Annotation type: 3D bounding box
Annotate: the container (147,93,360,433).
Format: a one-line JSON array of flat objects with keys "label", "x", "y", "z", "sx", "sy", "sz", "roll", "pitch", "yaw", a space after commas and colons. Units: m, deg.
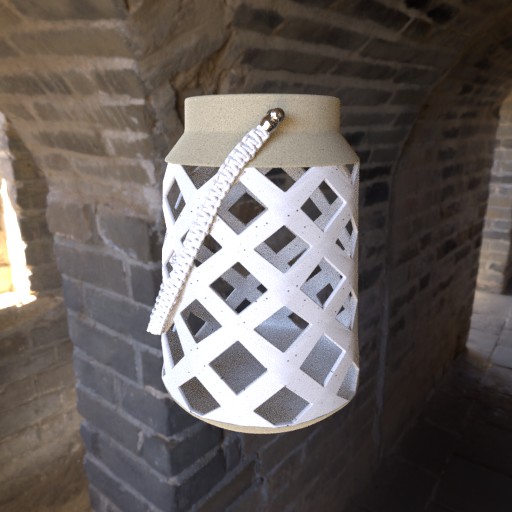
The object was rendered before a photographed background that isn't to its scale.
[{"label": "container", "x": 0.000, "y": 0.000, "z": 0.396, "sx": 0.198, "sy": 0.264, "sz": 0.188, "roll": -3, "pitch": 16, "yaw": -10}]
